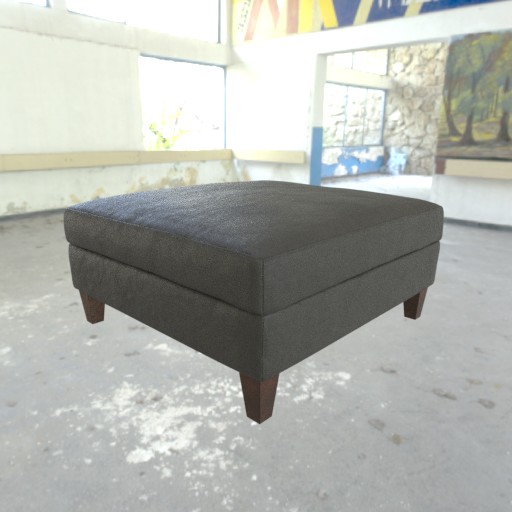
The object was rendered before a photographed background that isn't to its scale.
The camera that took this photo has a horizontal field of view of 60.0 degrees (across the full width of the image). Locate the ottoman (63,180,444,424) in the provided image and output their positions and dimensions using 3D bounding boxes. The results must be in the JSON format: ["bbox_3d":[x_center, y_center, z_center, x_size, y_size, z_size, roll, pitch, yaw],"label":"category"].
[{"bbox_3d":[0.000,0.000,1.360,0.836,0.415,0.844,14,21,42],"label":"ottoman"}]
